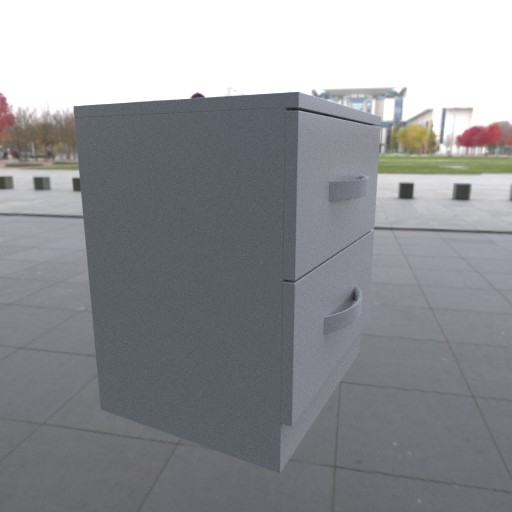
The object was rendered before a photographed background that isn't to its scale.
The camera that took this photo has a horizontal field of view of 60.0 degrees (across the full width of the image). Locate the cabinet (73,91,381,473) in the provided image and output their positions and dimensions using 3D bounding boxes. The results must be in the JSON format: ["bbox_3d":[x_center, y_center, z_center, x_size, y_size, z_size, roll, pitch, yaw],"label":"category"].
[{"bbox_3d":[0.000,0.000,0.757,0.360,0.470,0.400,7,15,27],"label":"cabinet"}]
